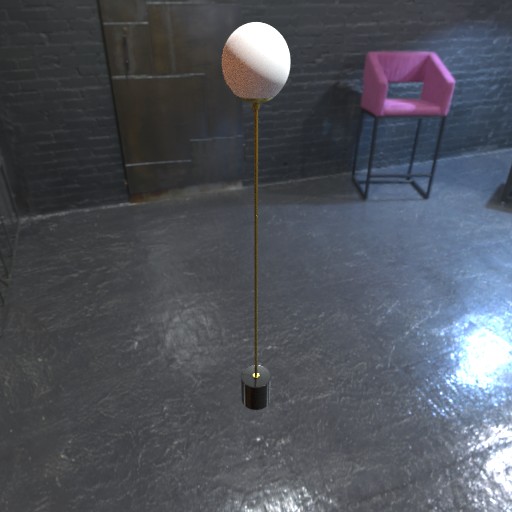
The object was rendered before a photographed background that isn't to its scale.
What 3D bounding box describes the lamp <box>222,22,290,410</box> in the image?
[{"bbox_3d":[0.000,0.000,1.872,0.229,1.748,0.229,-10,33,-16],"label":"lamp"}]
